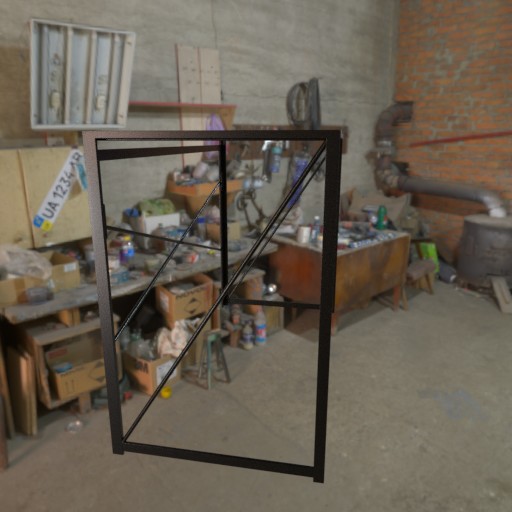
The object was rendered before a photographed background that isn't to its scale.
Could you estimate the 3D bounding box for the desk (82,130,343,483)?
[{"bbox_3d":[0.000,0.000,1.407,0.505,0.747,1.015,3,15,11],"label":"desk"}]
